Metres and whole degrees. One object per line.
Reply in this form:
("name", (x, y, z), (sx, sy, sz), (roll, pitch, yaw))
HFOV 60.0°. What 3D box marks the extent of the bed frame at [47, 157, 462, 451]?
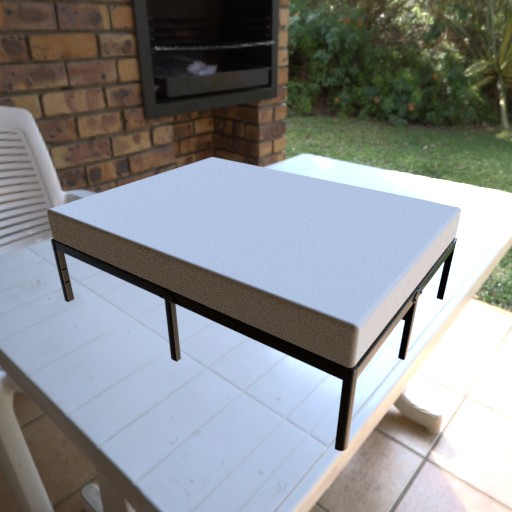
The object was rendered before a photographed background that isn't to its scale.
("bed frame", (0.000, 0.000, 2.852), (2.072, 0.659, 1.557), (18, 32, 31))
